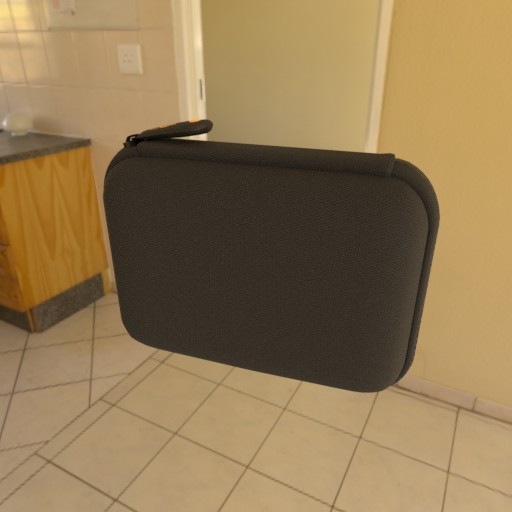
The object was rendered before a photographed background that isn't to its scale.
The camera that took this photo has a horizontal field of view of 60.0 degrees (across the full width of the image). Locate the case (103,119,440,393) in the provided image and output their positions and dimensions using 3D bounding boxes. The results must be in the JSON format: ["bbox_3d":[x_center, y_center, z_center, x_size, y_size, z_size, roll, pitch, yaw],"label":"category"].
[{"bbox_3d":[0.000,0.000,0.180,0.132,0.105,0.038,8,26,16],"label":"case"}]
